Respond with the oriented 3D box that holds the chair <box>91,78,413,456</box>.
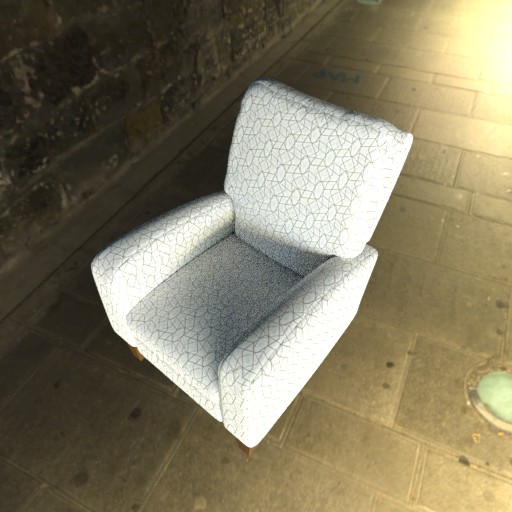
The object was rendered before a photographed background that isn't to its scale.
[{"bbox_3d":[0.000,0.000,1.756,0.796,1.064,0.995,31,54,27],"label":"chair"}]
